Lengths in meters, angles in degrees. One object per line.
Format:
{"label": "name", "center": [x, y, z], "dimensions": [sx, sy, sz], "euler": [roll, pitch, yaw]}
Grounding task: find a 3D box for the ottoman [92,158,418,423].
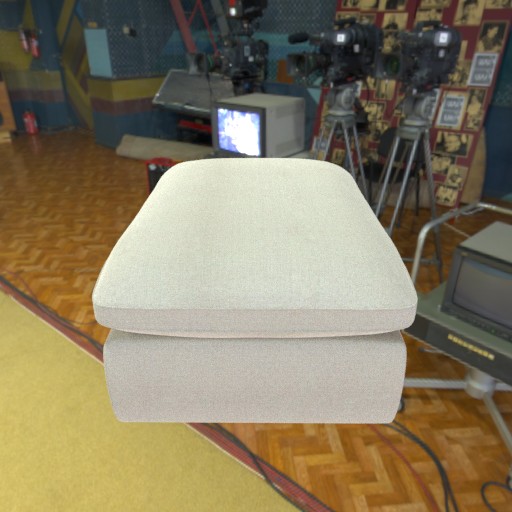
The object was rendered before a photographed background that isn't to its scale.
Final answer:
{"label": "ottoman", "center": [0.000, 0.000, 1.358], "dimensions": [0.686, 0.453, 0.984], "euler": [0, 27, 0]}
